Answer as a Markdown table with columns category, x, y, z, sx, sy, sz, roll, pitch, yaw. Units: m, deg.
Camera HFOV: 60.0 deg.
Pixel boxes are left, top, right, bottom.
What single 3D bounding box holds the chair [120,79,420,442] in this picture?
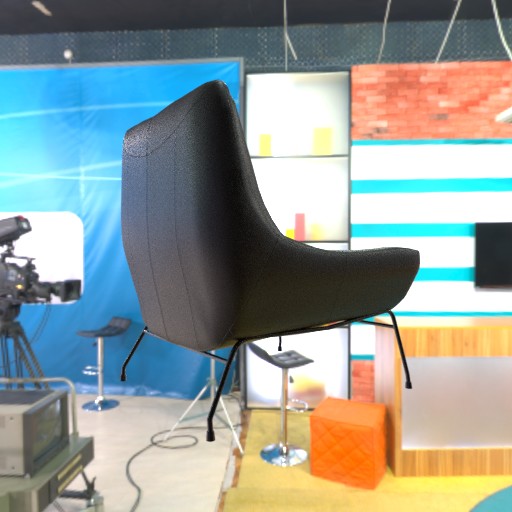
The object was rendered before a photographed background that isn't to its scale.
| category | x | y | z | sx | sy | sz | roll | pitch | yaw |
| --- | --- | --- | --- | --- | --- | --- | --- | --- | --- |
| chair | 0.000 | 0.000 | 1.598 | 0.826 | 0.922 | 0.836 | 0 | 1 | -36 |
